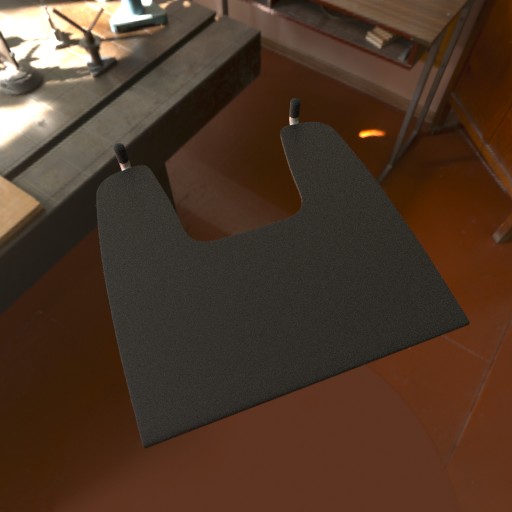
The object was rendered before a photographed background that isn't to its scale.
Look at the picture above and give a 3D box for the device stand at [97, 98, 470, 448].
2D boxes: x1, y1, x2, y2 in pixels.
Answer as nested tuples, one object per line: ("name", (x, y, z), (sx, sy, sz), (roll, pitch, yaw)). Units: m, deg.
("device stand", (0.000, 0.000, 0.359), (0.230, 0.092, 0.230), (-18, 61, -10))
